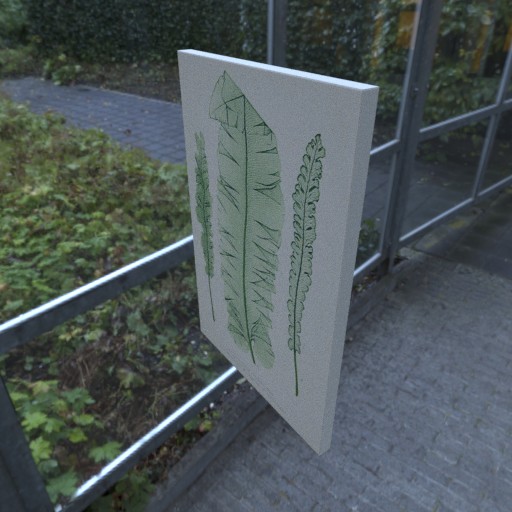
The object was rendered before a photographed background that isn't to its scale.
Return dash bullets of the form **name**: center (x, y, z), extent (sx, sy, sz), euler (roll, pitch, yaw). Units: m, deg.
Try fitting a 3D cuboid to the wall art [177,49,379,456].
- **wall art**: center (0.000, 0.000, 1.142), extent (0.038, 0.914, 0.610), euler (-21, 37, -30)
